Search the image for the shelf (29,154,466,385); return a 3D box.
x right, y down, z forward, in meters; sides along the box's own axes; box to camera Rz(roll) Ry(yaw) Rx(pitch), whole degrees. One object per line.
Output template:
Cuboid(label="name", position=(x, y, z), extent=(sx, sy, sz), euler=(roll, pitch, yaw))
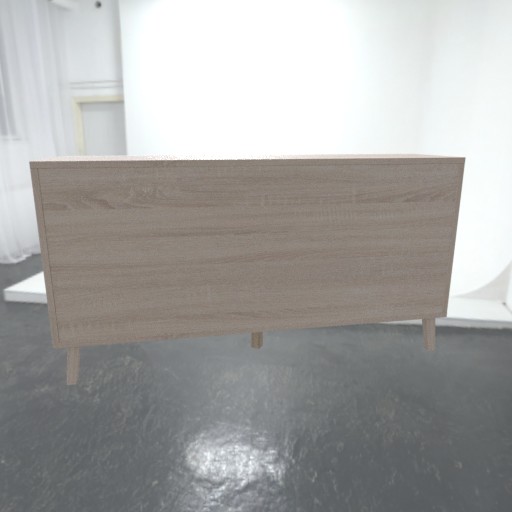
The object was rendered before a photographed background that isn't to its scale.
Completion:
Cuboid(label="shelf", position=(0.000, 0.000, 1.781), extent=(1.490, 0.780, 0.400), euler=(-3, 15, -10))
